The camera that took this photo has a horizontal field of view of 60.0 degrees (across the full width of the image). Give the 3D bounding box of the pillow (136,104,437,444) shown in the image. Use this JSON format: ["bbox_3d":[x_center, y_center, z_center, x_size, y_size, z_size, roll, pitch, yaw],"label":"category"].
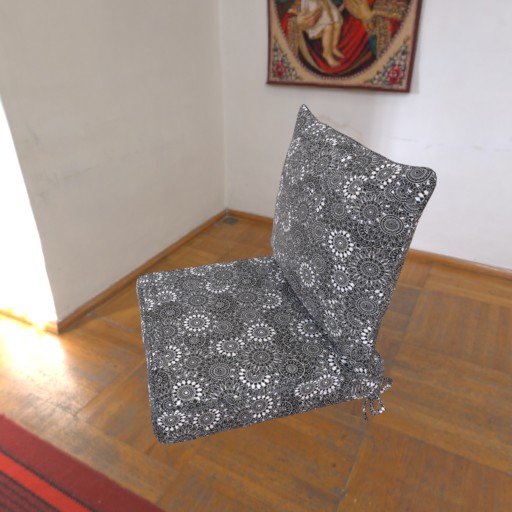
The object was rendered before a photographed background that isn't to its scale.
[{"bbox_3d":[0.000,0.000,1.343,0.740,0.722,0.798,-8,31,-14],"label":"pillow"}]
